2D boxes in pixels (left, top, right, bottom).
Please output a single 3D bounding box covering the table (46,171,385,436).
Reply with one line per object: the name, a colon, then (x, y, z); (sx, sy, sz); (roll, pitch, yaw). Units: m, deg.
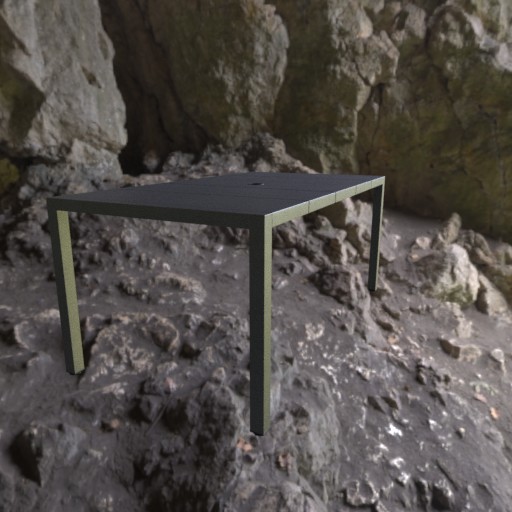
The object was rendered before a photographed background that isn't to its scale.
table: (0.000, 0.000, 2.274); (0.914, 0.735, 1.680); (7, 16, 26)
